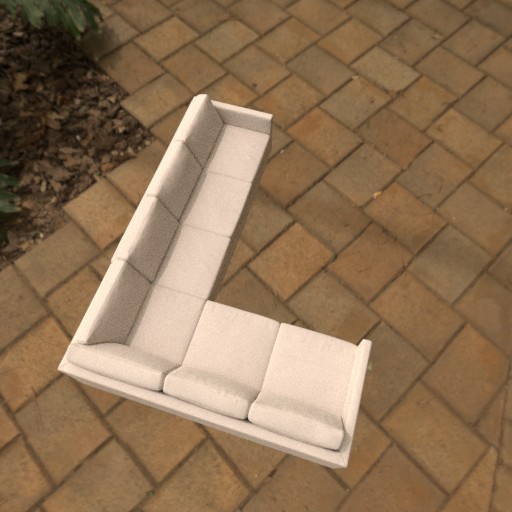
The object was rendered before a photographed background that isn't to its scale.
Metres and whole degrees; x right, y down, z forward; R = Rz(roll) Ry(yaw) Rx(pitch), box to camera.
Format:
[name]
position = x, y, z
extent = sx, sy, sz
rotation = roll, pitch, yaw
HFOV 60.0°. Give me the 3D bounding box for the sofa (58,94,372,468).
[sofa]
position = 0.000, 0.000, 4.329
extent = 2.432, 0.863, 3.182
rotation = 16, 65, 8
